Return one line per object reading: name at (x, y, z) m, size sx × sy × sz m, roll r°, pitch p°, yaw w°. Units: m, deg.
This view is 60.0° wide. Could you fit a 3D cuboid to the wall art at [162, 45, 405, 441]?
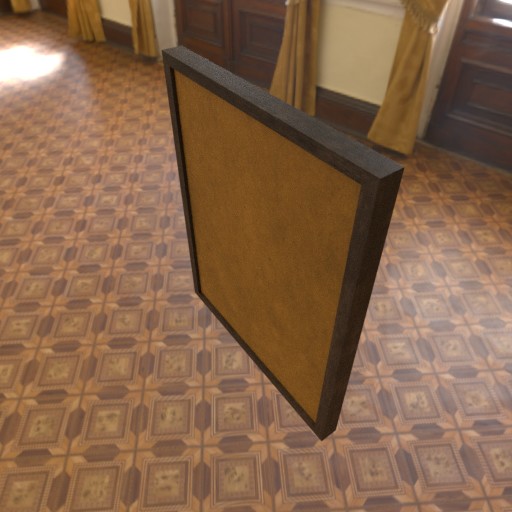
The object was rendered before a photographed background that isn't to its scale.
wall art at (0.000, 0.000, 0.549) m, size 0.027 × 0.406 × 0.329 m, roll -26°, pitch 49°, yaw -26°
